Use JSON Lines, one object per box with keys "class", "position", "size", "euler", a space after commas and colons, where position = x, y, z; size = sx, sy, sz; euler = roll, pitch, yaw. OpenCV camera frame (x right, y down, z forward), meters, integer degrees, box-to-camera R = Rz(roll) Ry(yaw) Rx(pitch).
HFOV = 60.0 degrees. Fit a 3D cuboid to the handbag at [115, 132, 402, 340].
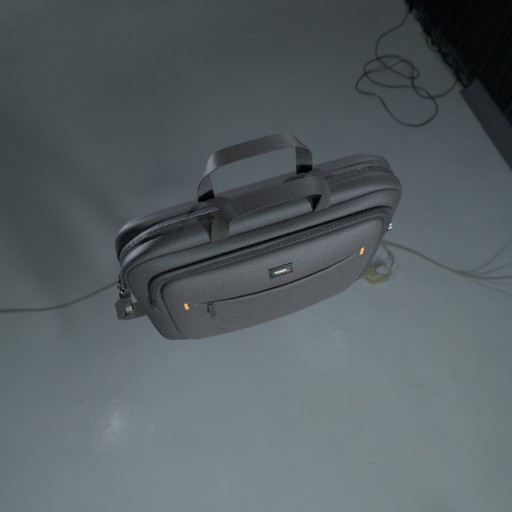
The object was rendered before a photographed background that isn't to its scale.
{"class": "handbag", "position": [0.000, 0.000, 0.588], "size": [0.429, 0.330, 0.126], "euler": [-17, 65, -8]}
